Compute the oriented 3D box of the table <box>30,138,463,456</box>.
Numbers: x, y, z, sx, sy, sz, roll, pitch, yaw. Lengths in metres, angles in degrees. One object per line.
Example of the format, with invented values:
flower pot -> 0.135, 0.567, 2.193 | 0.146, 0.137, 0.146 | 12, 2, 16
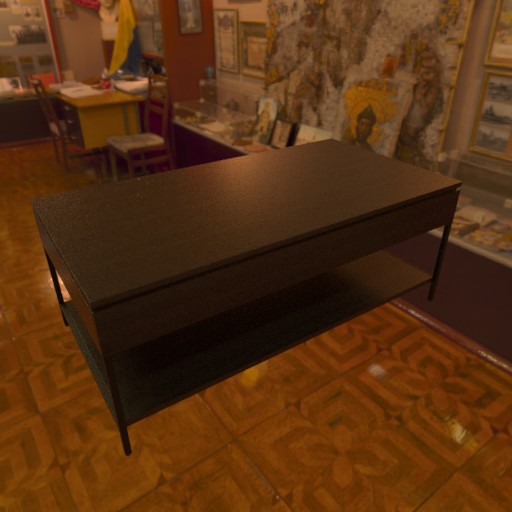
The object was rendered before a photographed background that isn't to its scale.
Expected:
table -> 0.000, 0.000, 1.369 | 1.095, 0.435, 0.574 | -18, 35, -29
